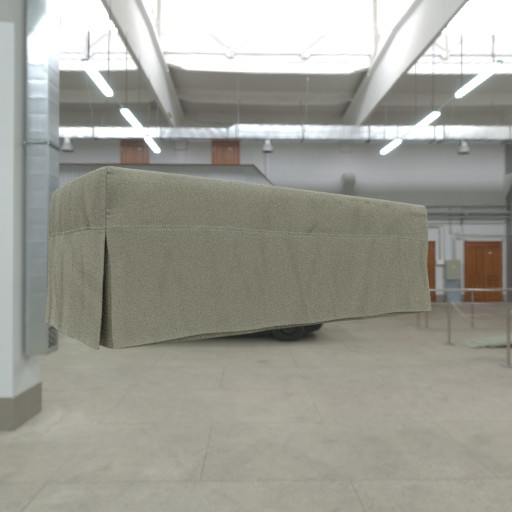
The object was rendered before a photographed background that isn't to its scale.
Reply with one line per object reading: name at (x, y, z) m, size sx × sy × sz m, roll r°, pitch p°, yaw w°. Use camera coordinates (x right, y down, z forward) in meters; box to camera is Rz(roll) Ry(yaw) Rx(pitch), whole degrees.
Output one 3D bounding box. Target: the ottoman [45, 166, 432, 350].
ottoman at (0.000, 0.000, 1.689) m, size 1.388 × 0.457 × 0.665 m, roll 0°, pitch -1°, yaw -36°
